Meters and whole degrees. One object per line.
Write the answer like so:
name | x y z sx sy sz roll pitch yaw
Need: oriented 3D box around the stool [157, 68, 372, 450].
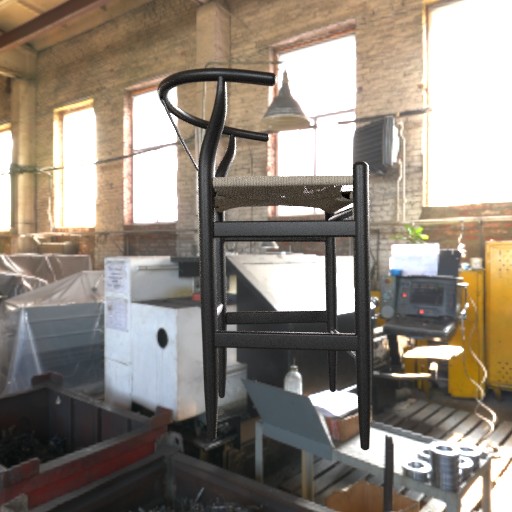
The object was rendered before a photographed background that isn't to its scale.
stool | 0.000 0.000 1.341 0.579 0.970 0.569 0 0 0
